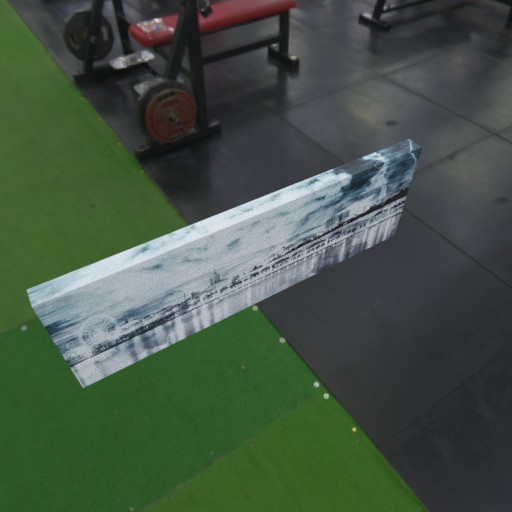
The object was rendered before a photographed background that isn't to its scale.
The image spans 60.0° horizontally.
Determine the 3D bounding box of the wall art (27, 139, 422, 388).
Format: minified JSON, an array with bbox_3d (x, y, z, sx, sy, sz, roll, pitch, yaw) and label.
[{"bbox_3d":[0.000,0.000,0.859,0.759,0.251,0.037,-24,52,-20],"label":"wall art"}]
